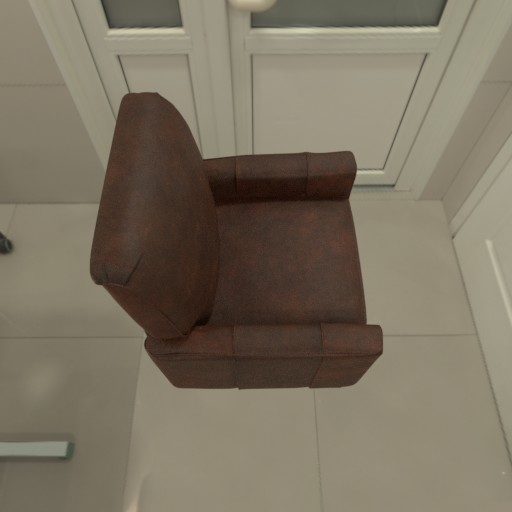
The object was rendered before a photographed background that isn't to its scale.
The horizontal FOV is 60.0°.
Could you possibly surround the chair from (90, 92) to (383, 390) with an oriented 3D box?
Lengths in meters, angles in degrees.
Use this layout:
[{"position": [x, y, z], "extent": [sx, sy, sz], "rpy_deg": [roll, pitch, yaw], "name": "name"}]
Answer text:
[{"position": [0.000, 0.000, 1.667], "extent": [0.836, 1.043, 0.843], "rpy_deg": [0, 61, 0], "name": "chair"}]
